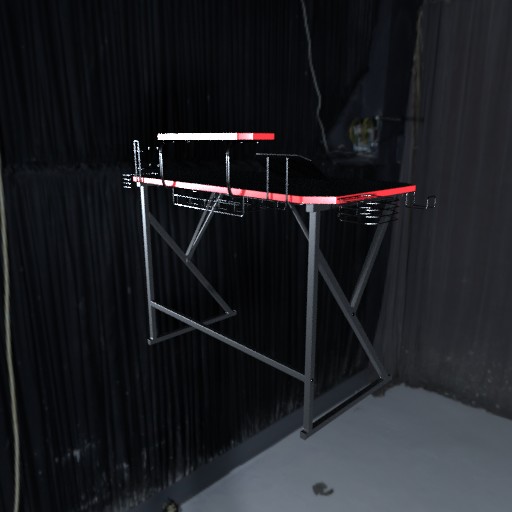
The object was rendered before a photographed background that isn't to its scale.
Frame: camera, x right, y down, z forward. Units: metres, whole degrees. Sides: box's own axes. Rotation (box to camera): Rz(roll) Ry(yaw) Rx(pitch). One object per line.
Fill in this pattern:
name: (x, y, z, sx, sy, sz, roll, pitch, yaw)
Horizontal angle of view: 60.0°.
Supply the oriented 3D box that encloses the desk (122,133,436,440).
desk: (0.000, 0.000, 1.725, 0.588, 0.913, 1.280, -14, 20, -42)
